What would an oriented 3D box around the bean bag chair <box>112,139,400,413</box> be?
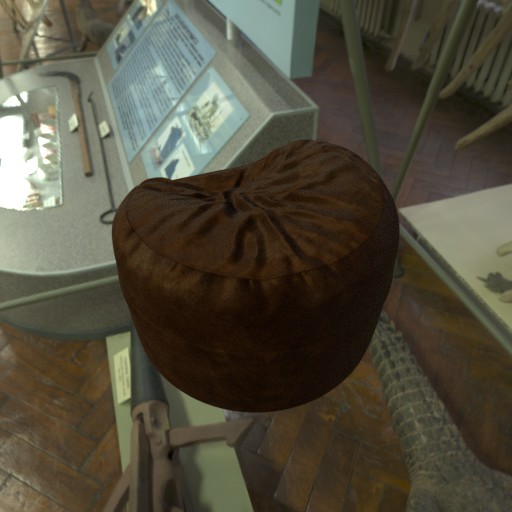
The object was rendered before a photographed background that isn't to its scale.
[{"bbox_3d":[0.000,0.000,1.539,0.918,0.616,0.918,0,42,0],"label":"bean bag chair"}]
